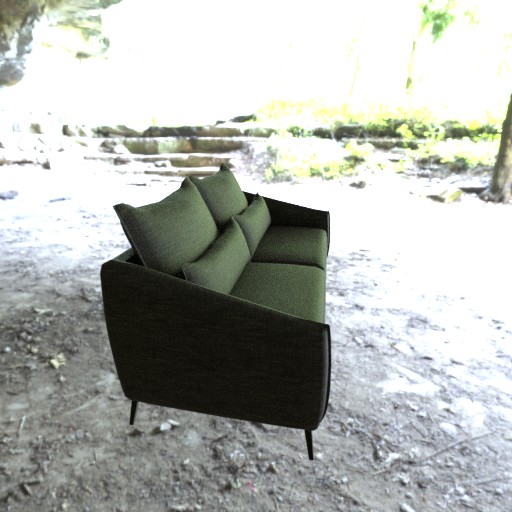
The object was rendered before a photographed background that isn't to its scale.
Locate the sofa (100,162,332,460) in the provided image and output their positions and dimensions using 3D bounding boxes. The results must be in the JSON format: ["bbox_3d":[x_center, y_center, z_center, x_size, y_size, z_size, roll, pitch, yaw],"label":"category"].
[{"bbox_3d":[0.000,0.000,2.398,0.807,0.843,2.019,3,17,9],"label":"sofa"}]
